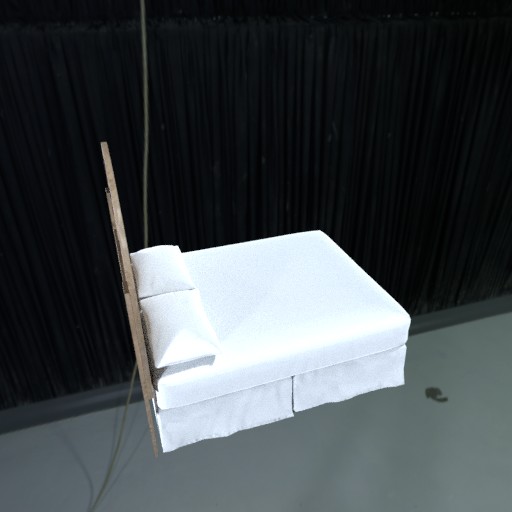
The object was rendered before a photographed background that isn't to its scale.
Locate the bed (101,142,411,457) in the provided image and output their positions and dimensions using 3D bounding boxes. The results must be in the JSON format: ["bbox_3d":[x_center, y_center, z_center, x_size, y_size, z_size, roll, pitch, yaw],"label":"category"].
[{"bbox_3d":[0.000,0.000,3.596,2.112,2.002,1.713,-10,33,-17],"label":"bed"}]
